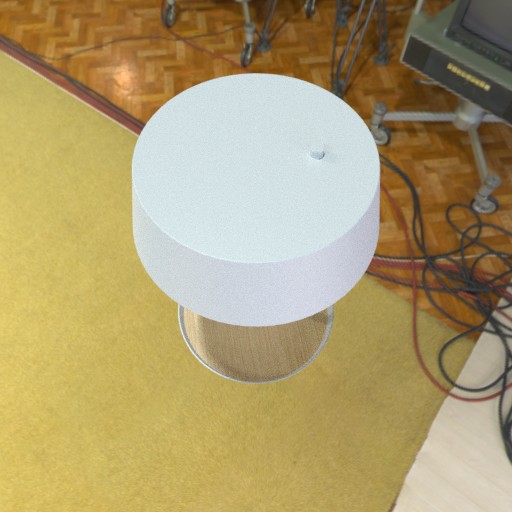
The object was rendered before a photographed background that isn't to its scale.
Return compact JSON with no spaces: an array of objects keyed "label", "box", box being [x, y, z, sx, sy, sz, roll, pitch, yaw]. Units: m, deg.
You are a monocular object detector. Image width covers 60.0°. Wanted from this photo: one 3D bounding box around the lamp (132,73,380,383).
[{"label":"lamp","box":[0.000,0.000,0.623,0.291,0.429,0.291,0,60,0]}]
